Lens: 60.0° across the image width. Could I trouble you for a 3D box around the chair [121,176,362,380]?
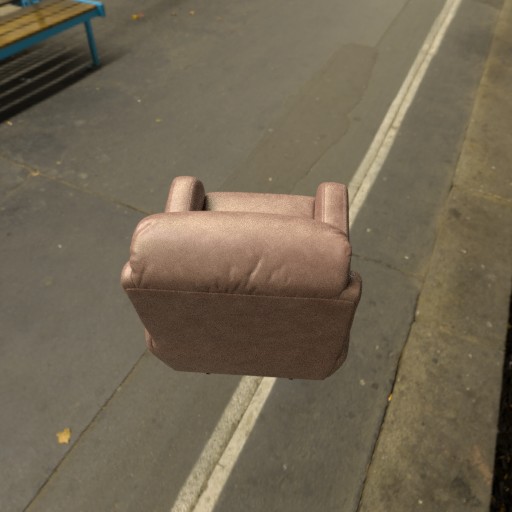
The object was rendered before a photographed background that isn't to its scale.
[{"bbox_3d":[0.000,0.000,1.866,0.865,1.067,1.067,3,46,3],"label":"chair"}]
